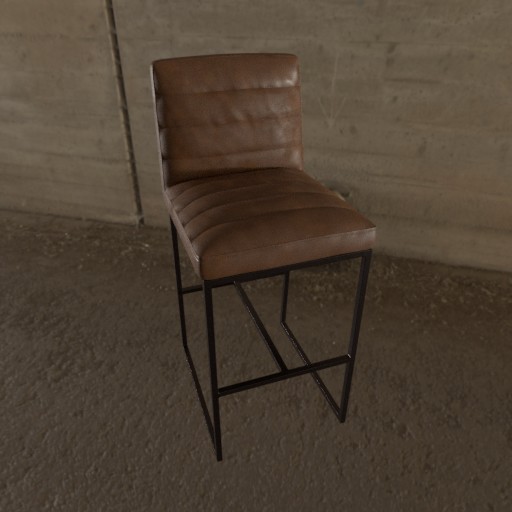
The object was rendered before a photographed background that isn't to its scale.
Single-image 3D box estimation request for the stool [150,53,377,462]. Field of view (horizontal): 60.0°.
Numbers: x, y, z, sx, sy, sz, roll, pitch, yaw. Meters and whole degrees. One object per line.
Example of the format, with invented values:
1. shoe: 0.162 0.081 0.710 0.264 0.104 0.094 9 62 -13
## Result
1. stool: 0.000 0.000 1.344 0.463 1.065 0.562 -10 33 -16
